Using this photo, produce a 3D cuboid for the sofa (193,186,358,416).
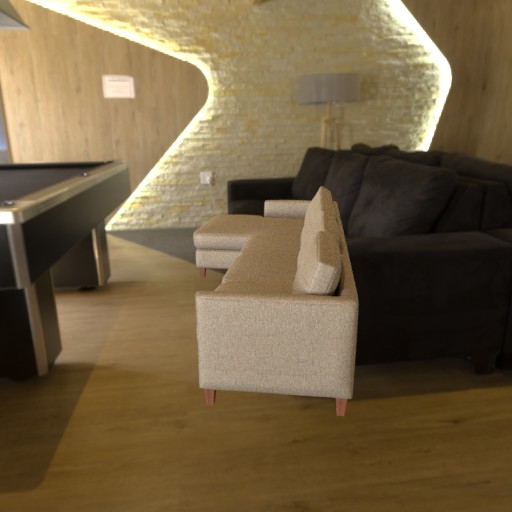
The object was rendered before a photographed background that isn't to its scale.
[{"bbox_3d":[0.000,0.000,3.870,1.502,0.876,3.201,2,16,8],"label":"sofa"}]
